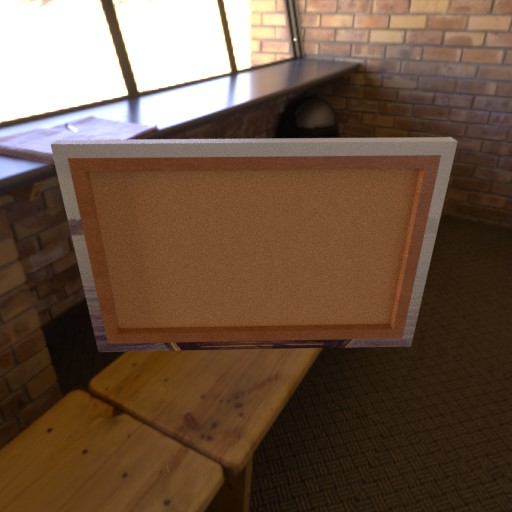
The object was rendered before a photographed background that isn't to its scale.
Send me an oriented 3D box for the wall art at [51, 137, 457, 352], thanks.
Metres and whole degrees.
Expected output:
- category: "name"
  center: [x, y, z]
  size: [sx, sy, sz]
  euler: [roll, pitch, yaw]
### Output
- category: "wall art"
  center: [0.000, 0.000, 1.163]
  size: [0.916, 0.609, 0.037]
  euler: [-1, 30, -1]
